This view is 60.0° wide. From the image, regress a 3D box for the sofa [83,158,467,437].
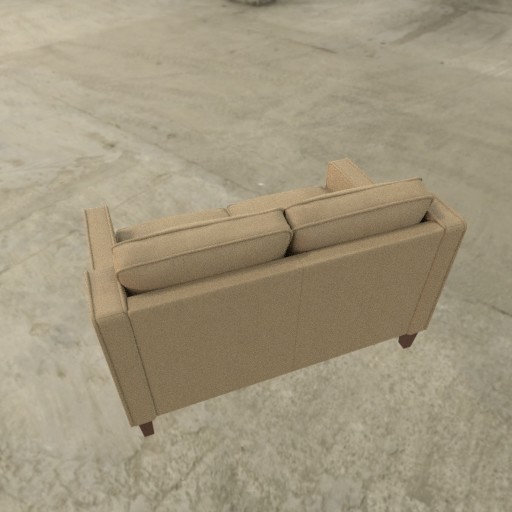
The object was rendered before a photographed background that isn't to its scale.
[{"bbox_3d":[0.000,0.000,2.185,1.501,0.971,0.987,-14,43,-16],"label":"sofa"}]
